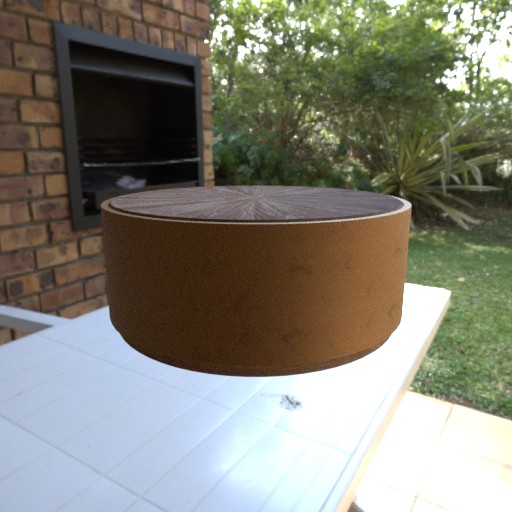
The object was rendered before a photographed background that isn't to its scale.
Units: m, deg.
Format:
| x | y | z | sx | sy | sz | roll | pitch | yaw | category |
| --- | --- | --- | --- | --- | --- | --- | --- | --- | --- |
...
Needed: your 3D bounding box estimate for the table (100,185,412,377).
| x | y | z | sx | sy | sz | roll | pitch | yaw | category |
| --- | --- | --- | --- | --- | --- | --- | --- | --- | --- |
| 0.000 | 0.000 | 1.553 | 1.001 | 0.409 | 1.001 | 0 | 14 | 0 | table |
